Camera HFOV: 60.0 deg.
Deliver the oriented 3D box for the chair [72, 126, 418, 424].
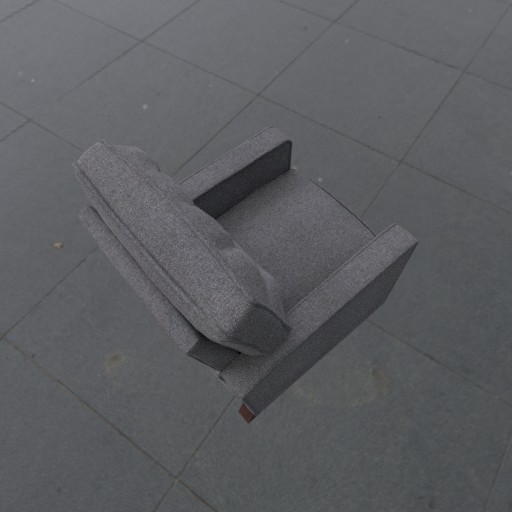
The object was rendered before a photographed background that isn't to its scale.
[{"bbox_3d":[0.000,0.000,1.383,0.775,0.889,0.650,-36,64,-20],"label":"chair"}]
